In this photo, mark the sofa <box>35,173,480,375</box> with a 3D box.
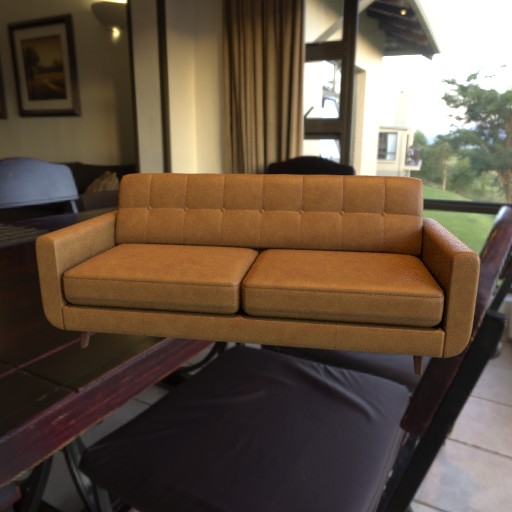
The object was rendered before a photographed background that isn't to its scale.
[{"bbox_3d":[0.000,0.000,2.570,2.137,0.892,0.980,2,15,9],"label":"sofa"}]
